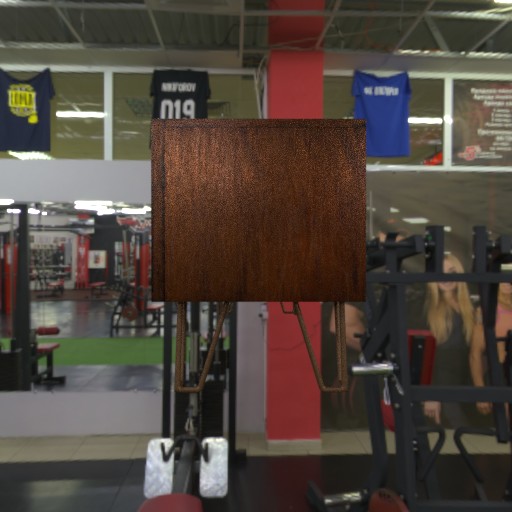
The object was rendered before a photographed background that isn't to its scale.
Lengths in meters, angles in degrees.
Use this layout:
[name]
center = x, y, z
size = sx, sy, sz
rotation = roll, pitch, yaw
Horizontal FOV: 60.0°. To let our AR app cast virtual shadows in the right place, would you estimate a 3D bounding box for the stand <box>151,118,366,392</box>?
[stand]
center = 0.000, 0.000, 1.653
size = 0.481, 0.610, 1.372
rotation = 0, 1, 0
